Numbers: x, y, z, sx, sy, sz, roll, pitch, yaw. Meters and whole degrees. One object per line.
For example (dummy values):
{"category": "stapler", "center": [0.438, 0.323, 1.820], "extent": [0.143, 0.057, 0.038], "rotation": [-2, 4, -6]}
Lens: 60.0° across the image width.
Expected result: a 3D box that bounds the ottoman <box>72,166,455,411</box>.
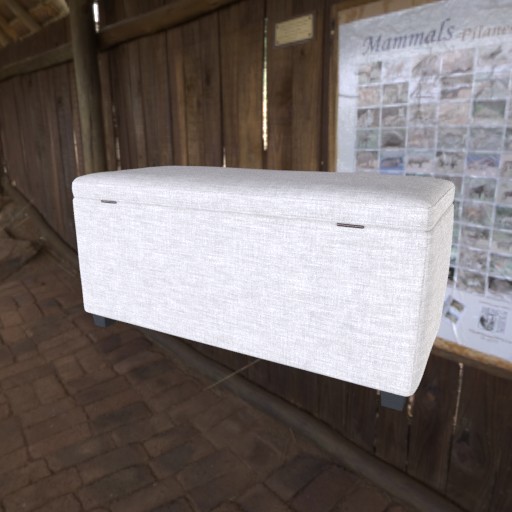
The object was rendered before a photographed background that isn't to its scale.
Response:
{"category": "ottoman", "center": [0.000, 0.000, 1.151], "extent": [0.902, 0.432, 0.419], "rotation": [8, 18, 28]}
